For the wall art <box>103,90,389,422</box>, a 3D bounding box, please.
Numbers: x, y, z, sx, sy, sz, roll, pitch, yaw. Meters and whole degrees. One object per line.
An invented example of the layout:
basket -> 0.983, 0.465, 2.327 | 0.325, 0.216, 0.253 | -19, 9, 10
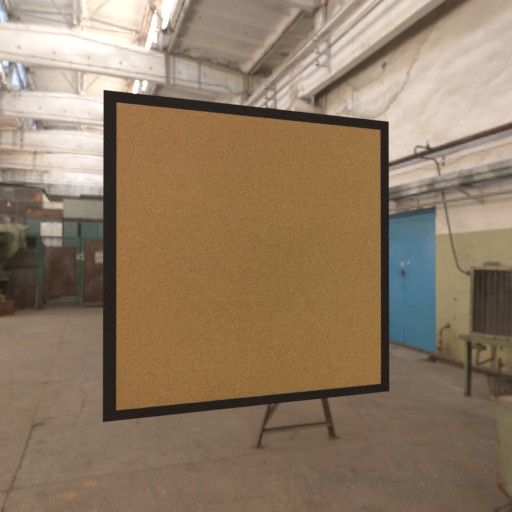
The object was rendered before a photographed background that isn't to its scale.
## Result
wall art -> 0.000, 0.000, 0.468 | 0.305, 0.304, 0.033 | 0, 0, -18
